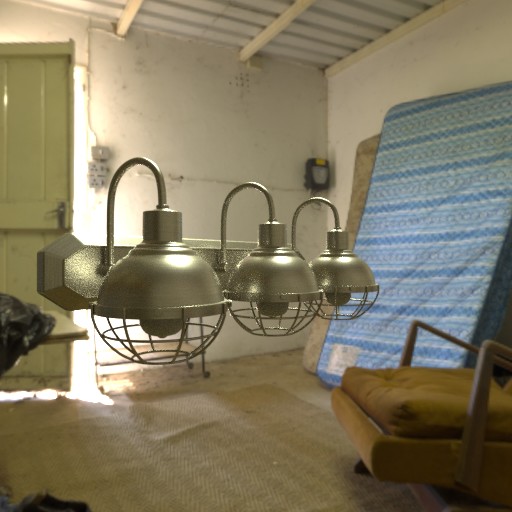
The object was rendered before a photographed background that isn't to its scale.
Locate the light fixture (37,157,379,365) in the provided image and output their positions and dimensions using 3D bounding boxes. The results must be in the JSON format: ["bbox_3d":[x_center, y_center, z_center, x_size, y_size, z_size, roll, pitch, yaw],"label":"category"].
[{"bbox_3d":[0.000,0.000,0.754,0.229,0.254,0.634,0,-1,37],"label":"light fixture"}]
